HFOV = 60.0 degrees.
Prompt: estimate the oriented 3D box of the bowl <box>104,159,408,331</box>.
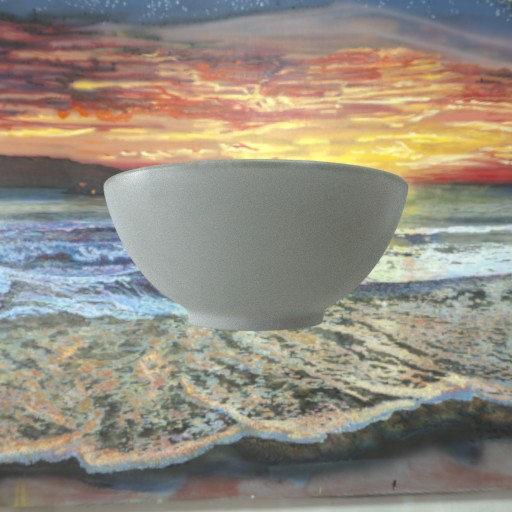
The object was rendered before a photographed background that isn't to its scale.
[{"bbox_3d":[0.000,0.000,0.412,0.268,0.121,0.268,0,0,0],"label":"bowl"}]
